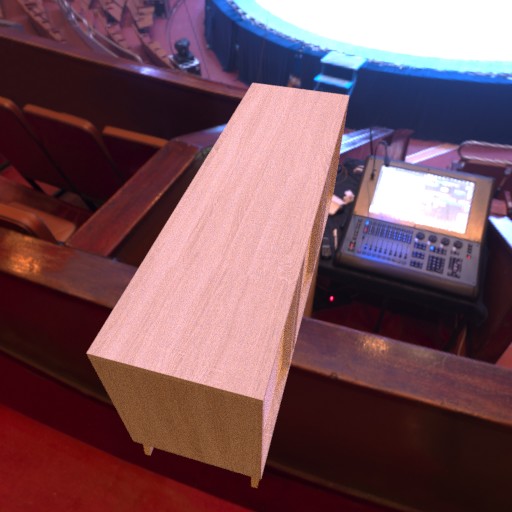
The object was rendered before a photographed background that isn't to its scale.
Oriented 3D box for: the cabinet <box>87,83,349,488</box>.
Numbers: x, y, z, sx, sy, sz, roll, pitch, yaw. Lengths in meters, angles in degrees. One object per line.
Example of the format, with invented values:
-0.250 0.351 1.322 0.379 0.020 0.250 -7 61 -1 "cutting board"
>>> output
0.000 0.000 1.991 0.500 0.780 1.649 12 48 11 "cabinet"
